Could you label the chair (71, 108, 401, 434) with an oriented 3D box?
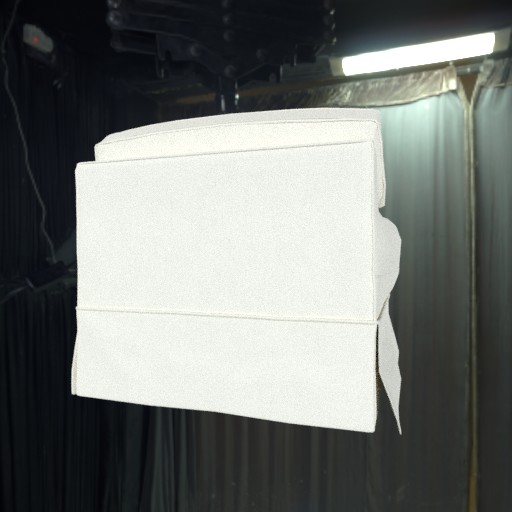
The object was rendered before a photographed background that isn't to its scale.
[{"bbox_3d":[0.000,0.000,1.750,1.099,0.958,0.904,0,0,19],"label":"chair"}]
